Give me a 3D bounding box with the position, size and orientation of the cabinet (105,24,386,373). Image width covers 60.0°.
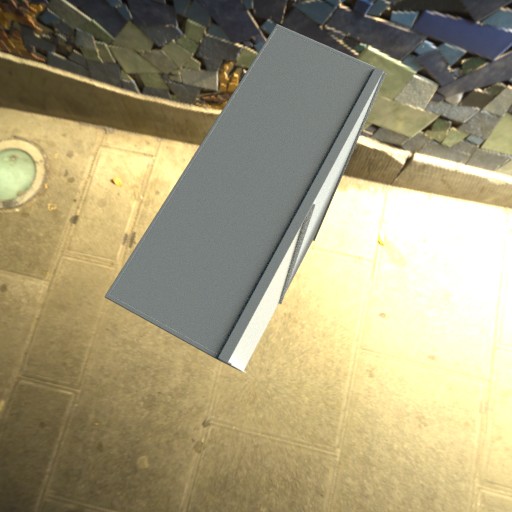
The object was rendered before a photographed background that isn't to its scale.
[{"bbox_3d":[0.000,0.000,2.627,0.480,2.160,1.250,27,76,7],"label":"cabinet"}]
